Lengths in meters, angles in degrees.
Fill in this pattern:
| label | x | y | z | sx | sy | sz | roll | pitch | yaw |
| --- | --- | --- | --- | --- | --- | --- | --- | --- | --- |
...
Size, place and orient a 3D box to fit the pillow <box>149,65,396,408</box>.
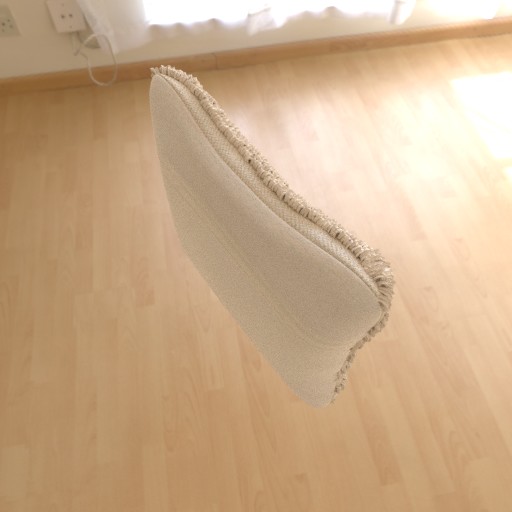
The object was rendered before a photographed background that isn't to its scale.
| label | x | y | z | sx | sy | sz | roll | pitch | yaw |
| --- | --- | --- | --- | --- | --- | --- | --- | --- | --- |
| pillow | 0.000 | 0.000 | 0.669 | 0.145 | 0.427 | 0.437 | -32 | 64 | -18 |
